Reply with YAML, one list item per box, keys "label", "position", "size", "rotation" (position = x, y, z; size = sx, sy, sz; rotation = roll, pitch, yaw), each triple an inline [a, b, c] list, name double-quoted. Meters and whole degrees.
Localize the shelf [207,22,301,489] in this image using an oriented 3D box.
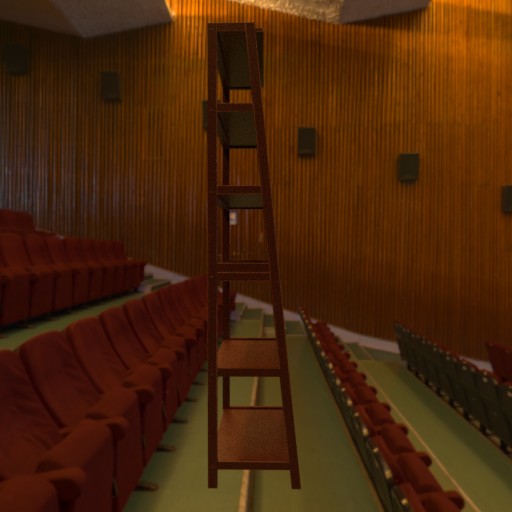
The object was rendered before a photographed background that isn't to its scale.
- label: "shelf"
  position: [0.000, 0.000, 2.125]
  size: [0.381, 1.892, 0.660]
  rotation: [0, 1, 1]
